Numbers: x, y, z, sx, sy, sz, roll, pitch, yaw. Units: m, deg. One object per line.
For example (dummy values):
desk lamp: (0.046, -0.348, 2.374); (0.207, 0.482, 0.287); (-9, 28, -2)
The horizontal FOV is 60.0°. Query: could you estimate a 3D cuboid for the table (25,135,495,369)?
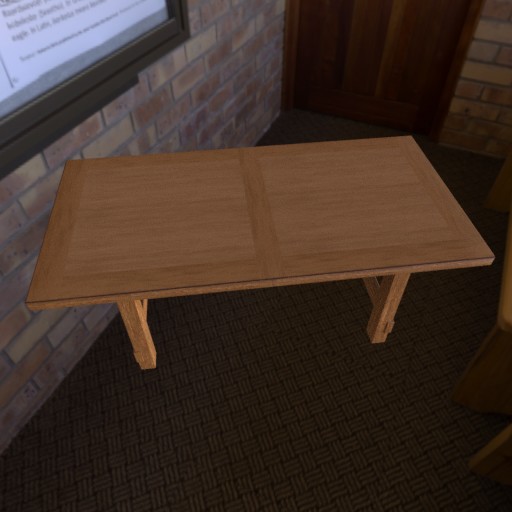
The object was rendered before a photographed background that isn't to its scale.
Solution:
table: (0.000, 0.000, 2.462); (1.982, 0.762, 1.000); (-5, 47, -5)
